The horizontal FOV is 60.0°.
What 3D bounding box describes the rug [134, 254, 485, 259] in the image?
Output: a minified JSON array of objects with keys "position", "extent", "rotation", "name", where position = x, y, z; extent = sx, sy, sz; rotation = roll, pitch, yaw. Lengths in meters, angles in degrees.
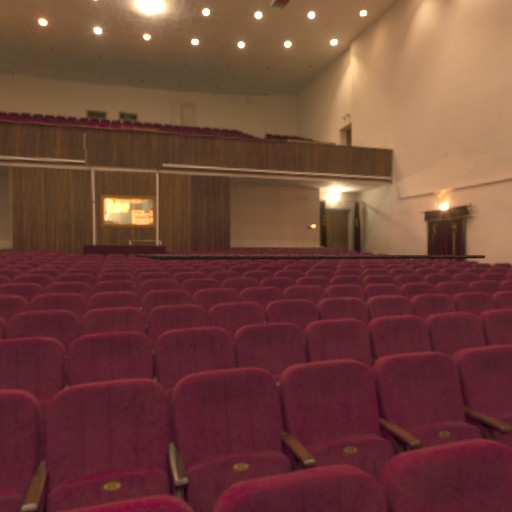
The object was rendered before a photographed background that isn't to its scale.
[{"position":[0.000,0.000,3.040],"extent":[1.526,0.015,2.441],"rotation":[0,0,-17],"name":"rug"}]
